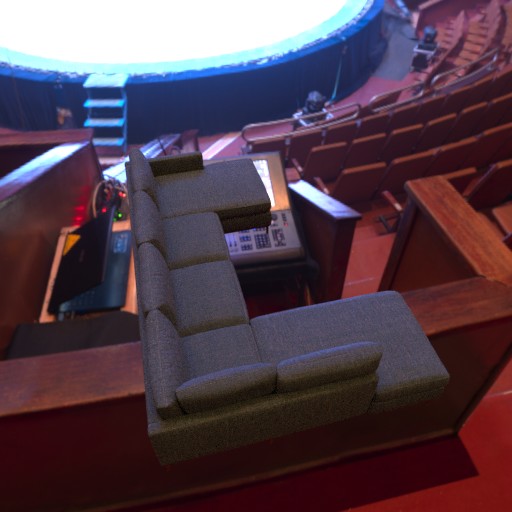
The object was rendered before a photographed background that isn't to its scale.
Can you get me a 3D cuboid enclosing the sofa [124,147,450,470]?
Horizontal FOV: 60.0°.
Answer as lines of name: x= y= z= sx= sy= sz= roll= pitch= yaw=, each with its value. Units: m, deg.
sofa: x=0.000 y=0.000 z=3.554 sx=1.879 sy=0.753 sz=2.737 roll=-10 pitch=46 yaw=-10
